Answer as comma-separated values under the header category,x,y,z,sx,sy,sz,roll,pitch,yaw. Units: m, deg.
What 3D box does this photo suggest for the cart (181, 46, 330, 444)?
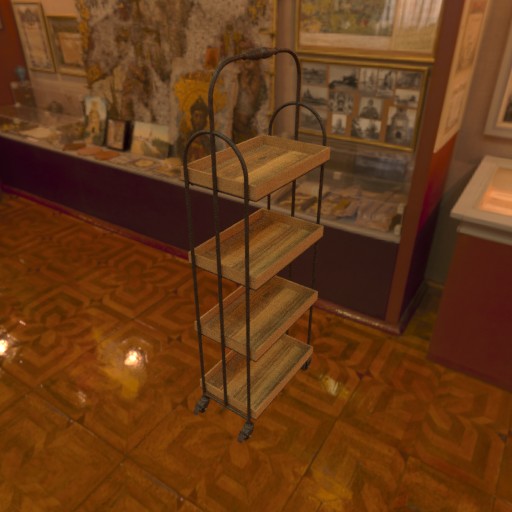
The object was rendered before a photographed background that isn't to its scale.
category,x,y,z,sx,sy,sz,roll,pitch,yaw
cart,0.000,0.000,1.736,0.308,1.481,0.581,20,36,30
